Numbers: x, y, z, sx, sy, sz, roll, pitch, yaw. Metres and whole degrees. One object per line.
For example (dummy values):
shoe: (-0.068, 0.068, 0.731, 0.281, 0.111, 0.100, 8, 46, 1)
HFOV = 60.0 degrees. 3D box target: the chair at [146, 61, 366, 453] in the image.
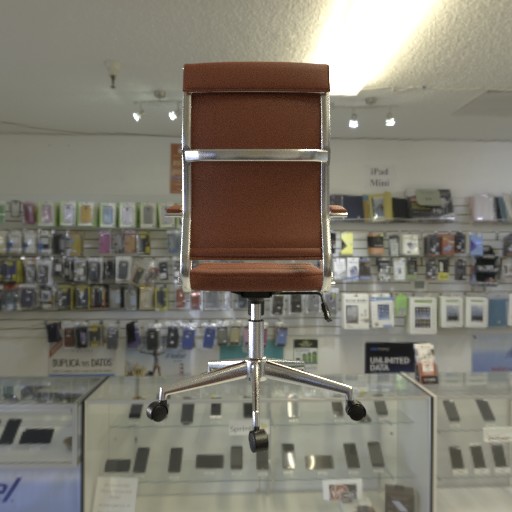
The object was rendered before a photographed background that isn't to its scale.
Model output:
chair: (0.000, 0.000, 1.635, 0.766, 1.149, 0.739, 0, 0, 0)
